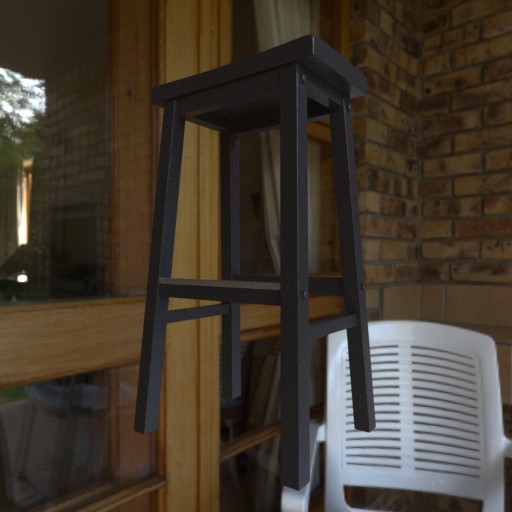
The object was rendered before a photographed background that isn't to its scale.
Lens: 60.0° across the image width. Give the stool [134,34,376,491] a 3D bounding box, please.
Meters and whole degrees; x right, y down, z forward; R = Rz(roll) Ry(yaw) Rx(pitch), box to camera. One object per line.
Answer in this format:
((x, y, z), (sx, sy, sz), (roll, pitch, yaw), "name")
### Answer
((0.000, 0.000, 0.946), (0.406, 0.742, 0.322), (0, 0, 36), "stool")
